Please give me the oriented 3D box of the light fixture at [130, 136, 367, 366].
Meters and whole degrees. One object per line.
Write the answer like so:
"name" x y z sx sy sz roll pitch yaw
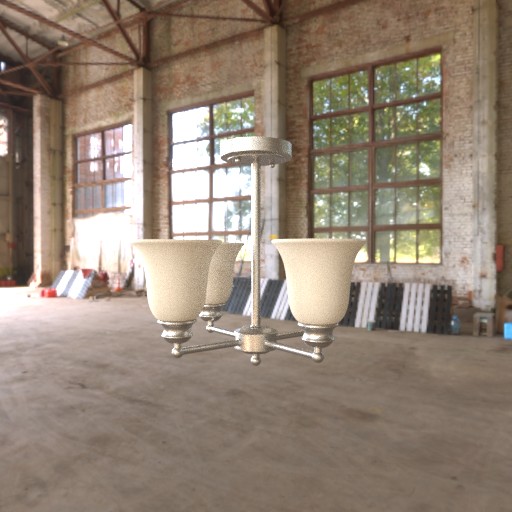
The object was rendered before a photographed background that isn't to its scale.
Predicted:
"light fixture" 0.000 0.000 0.746 0.427 0.370 0.427 0 1 -37
